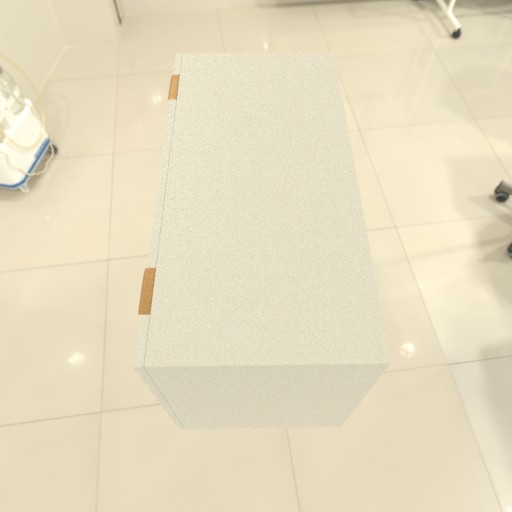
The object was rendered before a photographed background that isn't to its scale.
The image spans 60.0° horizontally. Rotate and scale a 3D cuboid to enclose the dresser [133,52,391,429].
[{"bbox_3d":[0.000,0.000,1.317,0.457,0.721,0.905,-1,58,0],"label":"dresser"}]
